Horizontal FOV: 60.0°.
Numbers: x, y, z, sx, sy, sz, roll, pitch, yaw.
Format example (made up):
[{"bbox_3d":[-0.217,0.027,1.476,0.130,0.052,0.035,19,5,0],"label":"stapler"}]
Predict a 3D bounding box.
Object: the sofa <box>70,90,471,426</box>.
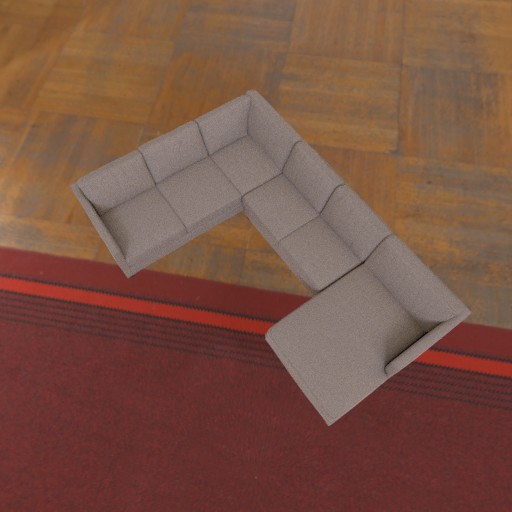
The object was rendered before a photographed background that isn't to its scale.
[{"bbox_3d":[0.000,0.000,4.576,2.424,0.865,3.438,-32,68,-15],"label":"sofa"}]
